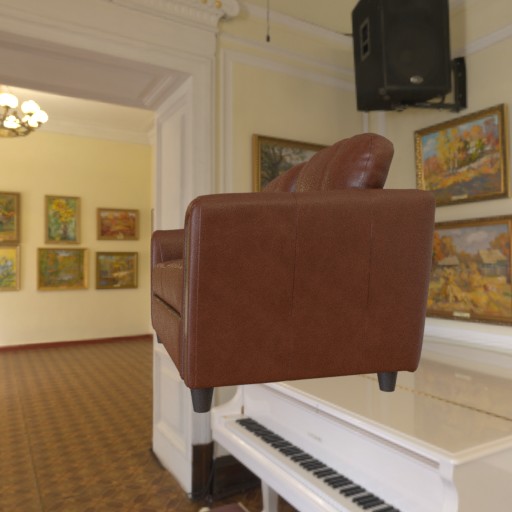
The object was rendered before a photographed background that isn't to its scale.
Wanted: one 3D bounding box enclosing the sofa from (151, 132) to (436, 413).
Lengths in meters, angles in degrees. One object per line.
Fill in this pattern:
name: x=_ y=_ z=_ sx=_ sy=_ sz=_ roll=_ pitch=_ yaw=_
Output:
sofa: x=0.000 y=0.000 z=1.915 sx=0.805 sy=0.906 sz=1.406 roll=0 pitch=-1 yaw=-18
